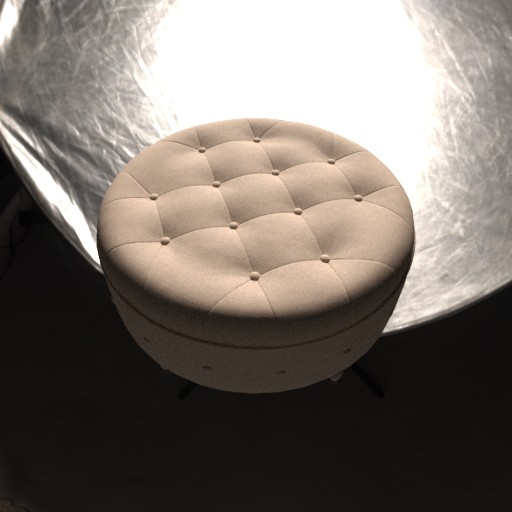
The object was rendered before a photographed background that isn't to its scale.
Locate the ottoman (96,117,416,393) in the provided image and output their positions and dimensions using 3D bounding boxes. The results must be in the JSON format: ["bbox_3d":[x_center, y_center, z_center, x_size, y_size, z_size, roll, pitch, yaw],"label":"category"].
[{"bbox_3d":[0.000,0.000,1.335,0.848,0.494,0.848,0,48,0],"label":"ottoman"}]
